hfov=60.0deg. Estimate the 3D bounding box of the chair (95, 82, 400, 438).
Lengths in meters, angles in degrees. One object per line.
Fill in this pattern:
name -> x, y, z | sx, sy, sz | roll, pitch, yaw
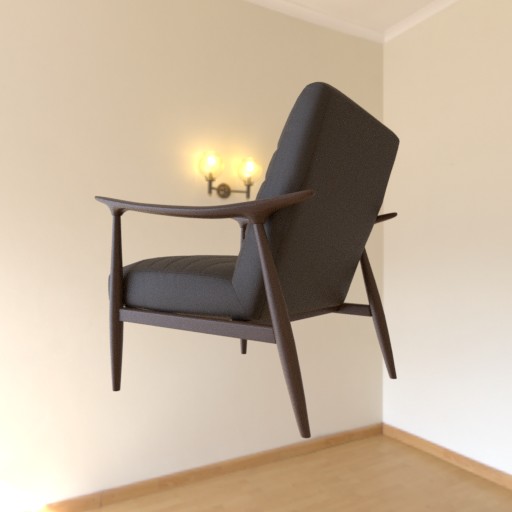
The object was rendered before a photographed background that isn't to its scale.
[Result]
chair -> 0.000, 0.000, 1.467 | 0.798, 0.831, 0.741 | 0, -1, 35
